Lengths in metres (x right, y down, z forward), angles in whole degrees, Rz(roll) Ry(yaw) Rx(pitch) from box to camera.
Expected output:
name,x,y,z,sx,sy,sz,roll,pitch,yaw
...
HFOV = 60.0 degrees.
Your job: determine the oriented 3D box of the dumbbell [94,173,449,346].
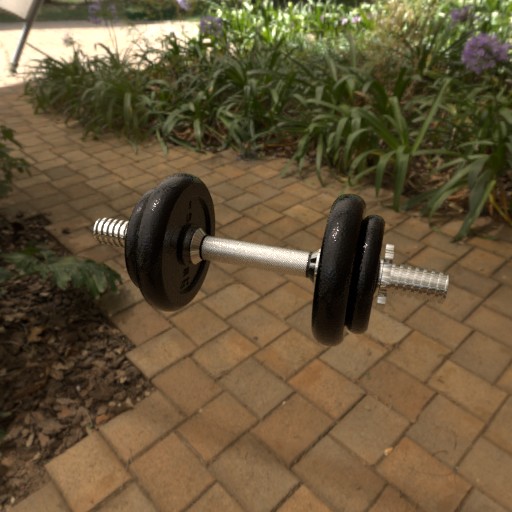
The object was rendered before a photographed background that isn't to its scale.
name,x,y,z,sx,sy,sz,roll,pitch,yaw
dumbbell,0.000,0.000,0.617,0.497,0.202,0.202,10,33,15
